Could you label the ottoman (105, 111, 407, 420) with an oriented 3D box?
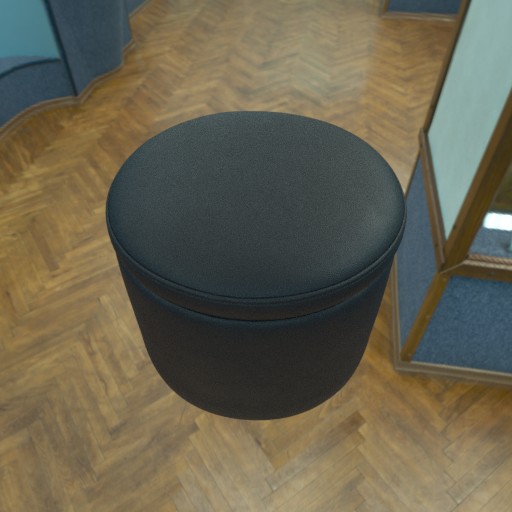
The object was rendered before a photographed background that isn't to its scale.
[{"bbox_3d":[0.000,0.000,0.869,0.501,0.409,0.501,0,46,0],"label":"ottoman"}]
